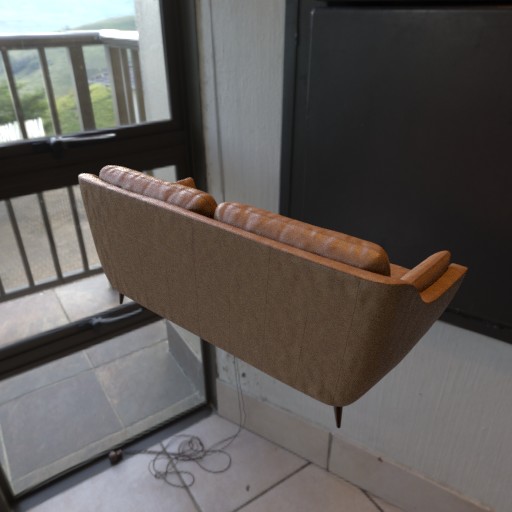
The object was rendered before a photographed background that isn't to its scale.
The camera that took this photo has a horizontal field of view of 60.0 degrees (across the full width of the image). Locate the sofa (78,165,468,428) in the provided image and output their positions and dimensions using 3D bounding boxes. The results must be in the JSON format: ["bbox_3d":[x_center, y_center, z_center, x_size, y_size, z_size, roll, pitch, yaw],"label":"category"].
[{"bbox_3d":[0.000,0.000,2.357,1.902,0.839,0.904,21,35,32],"label":"sofa"}]
